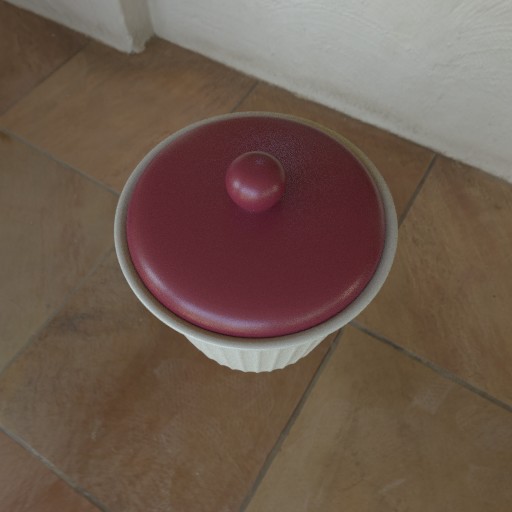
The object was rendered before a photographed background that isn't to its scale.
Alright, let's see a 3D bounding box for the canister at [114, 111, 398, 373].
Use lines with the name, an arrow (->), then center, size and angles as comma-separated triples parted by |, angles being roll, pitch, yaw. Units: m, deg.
canister -> 0.000, 0.000, 0.337 | 0.181, 0.211, 0.181 | 0, 61, 0
